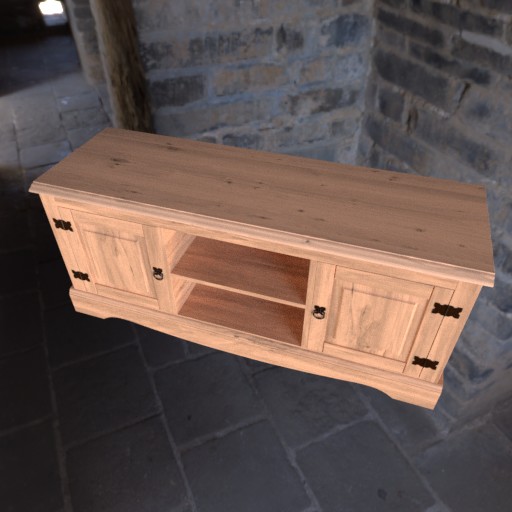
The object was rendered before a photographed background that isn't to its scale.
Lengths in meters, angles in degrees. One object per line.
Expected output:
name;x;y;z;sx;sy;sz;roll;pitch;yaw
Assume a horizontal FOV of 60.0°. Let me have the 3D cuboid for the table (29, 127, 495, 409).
table;0.000;0.000;1.389;1.200;0.510;0.400;12;42;14
